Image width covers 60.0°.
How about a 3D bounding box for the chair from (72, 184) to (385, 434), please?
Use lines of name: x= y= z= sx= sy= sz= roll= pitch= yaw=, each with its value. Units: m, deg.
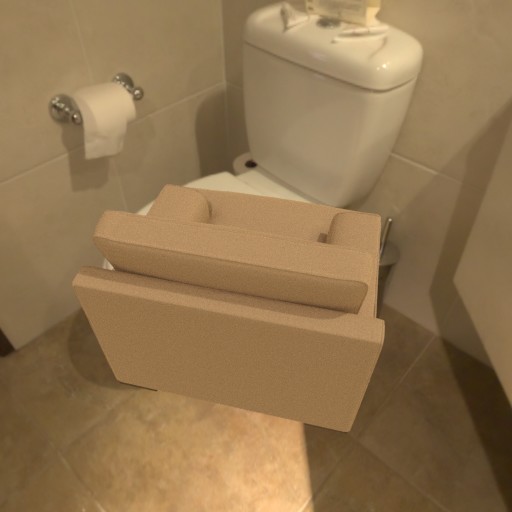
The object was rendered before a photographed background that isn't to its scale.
chair: x=0.000 y=0.000 z=2.152 sx=1.293 sy=1.005 sz=1.274 roll=4 pitch=46 yaw=4
